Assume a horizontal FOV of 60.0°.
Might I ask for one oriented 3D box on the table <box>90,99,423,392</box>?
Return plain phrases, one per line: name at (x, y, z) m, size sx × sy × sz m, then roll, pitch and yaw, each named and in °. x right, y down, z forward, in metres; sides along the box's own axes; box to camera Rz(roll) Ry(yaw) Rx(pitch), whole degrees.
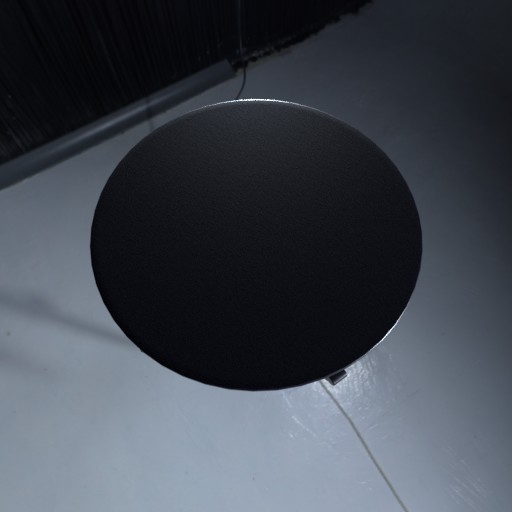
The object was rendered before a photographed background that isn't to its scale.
table at (0.000, 0.000, 1.599) m, size 1.029 × 0.491 × 1.029 m, roll 0°, pitch 64°, yaw 0°
